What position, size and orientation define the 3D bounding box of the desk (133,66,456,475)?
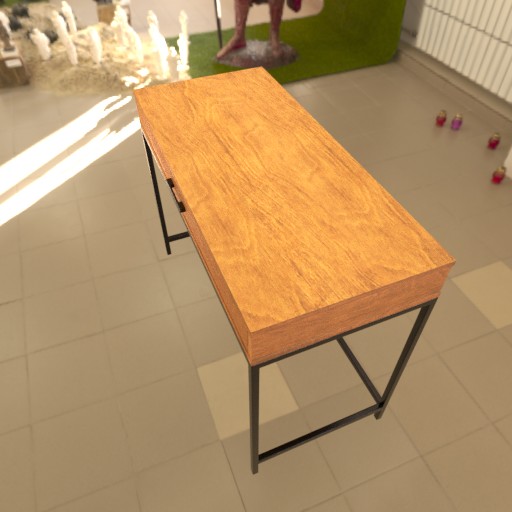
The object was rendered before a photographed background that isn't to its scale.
[{"bbox_3d":[0.000,0.000,1.449,0.470,0.762,1.016,-17,49,-15],"label":"desk"}]
